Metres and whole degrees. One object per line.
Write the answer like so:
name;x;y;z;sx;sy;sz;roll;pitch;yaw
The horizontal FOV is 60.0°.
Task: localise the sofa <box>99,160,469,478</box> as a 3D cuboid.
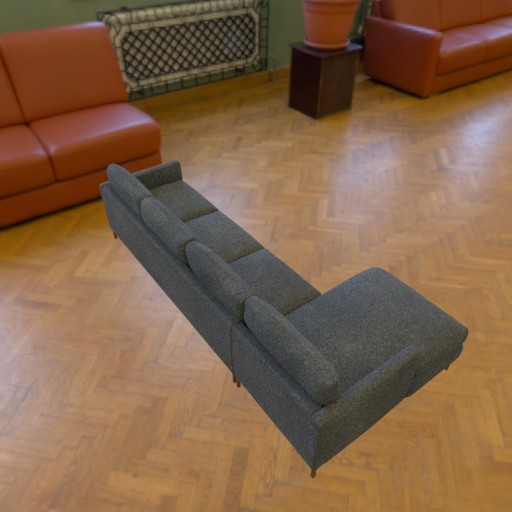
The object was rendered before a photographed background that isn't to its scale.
sofa;0.000;0.000;3.475;1.350;0.810;2.932;-26;46;-27
